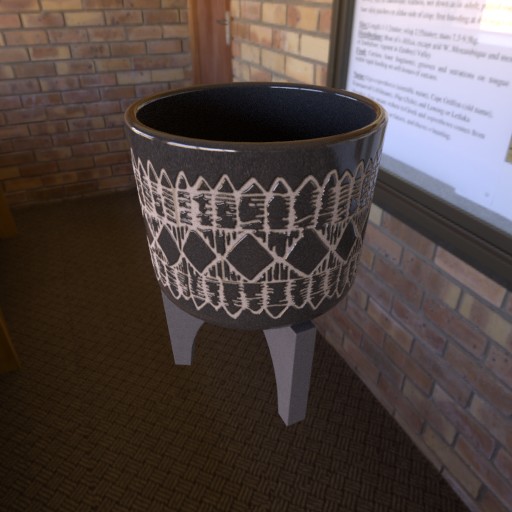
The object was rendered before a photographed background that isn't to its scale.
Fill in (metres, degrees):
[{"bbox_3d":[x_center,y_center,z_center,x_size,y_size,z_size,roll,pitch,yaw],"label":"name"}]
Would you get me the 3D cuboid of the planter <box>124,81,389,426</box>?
[{"bbox_3d":[0.000,0.000,0.268,0.129,0.177,0.129,0,32,0],"label":"planter"}]
